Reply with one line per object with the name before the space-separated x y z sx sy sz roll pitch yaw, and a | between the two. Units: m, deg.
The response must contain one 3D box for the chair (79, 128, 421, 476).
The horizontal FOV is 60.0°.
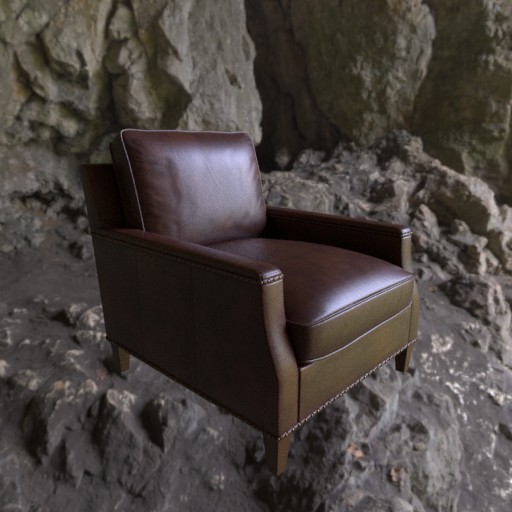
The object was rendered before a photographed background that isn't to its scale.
chair | 0.000 0.000 1.678 1.014 0.929 0.853 14 20 42
